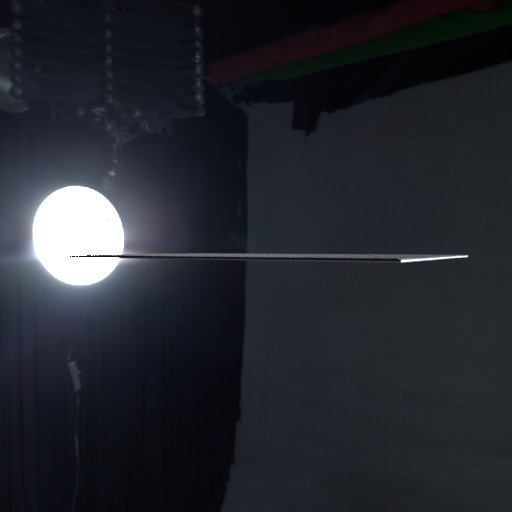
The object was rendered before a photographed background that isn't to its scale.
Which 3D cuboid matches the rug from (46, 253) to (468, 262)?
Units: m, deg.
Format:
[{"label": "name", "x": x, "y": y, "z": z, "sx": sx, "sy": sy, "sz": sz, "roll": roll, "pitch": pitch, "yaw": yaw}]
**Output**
[{"label": "rug", "x": 0.000, "y": 0.000, "z": 3.454, "sx": 2.746, "sy": 0.018, "sz": 1.819, "roll": 1, "pitch": 1, "yaw": 34}]
